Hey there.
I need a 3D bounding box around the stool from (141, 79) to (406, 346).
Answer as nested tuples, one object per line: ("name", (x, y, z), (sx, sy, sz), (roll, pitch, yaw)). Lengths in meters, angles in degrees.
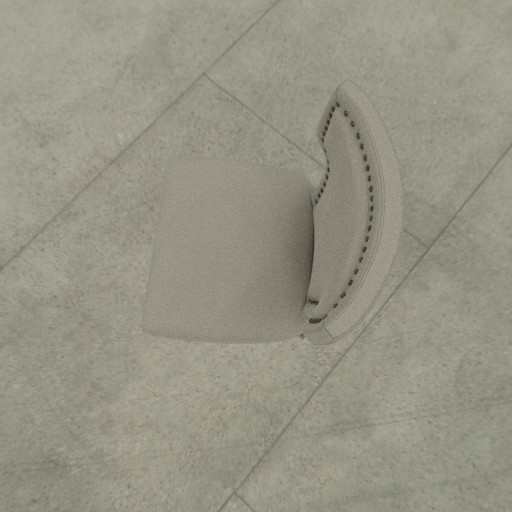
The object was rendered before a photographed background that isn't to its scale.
("stool", (0.000, 0.000, 1.295), (0.563, 0.982, 0.527), (5, 76, 1))
